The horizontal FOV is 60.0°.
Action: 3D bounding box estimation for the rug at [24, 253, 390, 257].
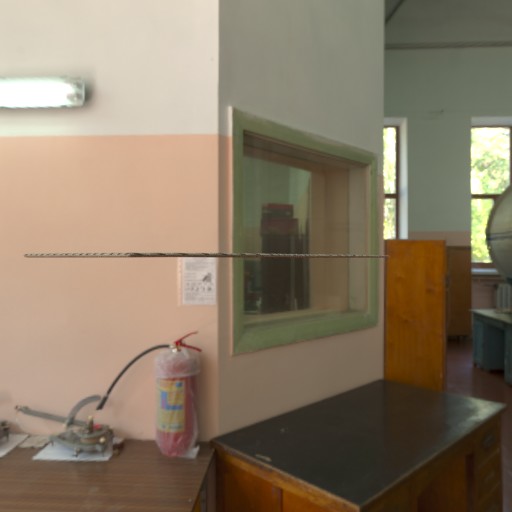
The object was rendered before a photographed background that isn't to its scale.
[{"bbox_3d":[0.000,0.000,2.719,0.773,0.020,2.439,0,0,37],"label":"rug"}]
